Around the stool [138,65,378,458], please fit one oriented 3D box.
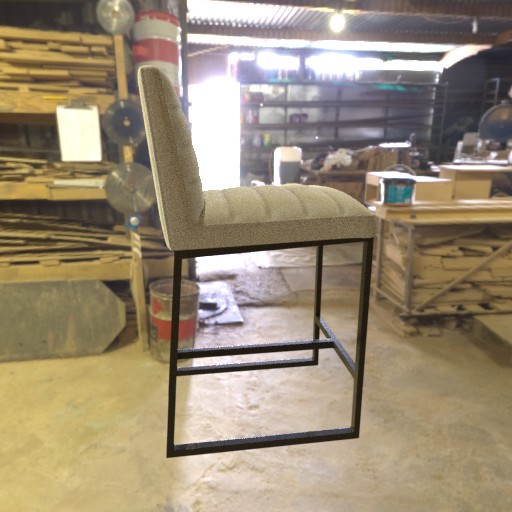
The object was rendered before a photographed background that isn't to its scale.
[{"bbox_3d":[0.000,0.000,1.288,0.567,0.971,0.459,-2,16,-8],"label":"stool"}]
